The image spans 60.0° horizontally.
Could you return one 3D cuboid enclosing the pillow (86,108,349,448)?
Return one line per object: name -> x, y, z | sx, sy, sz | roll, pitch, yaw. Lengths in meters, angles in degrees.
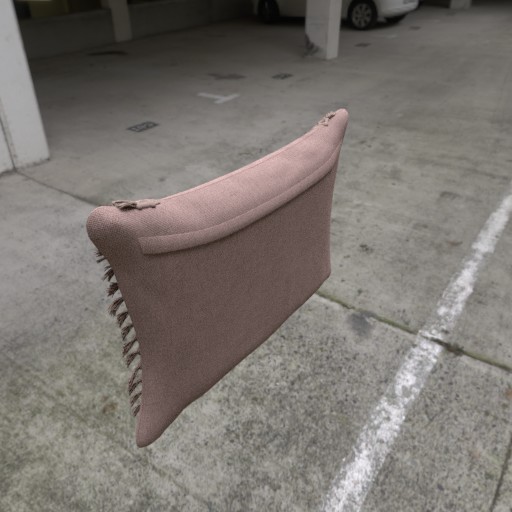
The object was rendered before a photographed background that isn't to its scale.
pillow -> 0.000, 0.000, 0.589 | 0.084, 0.305, 0.466 | 20, 37, 30
